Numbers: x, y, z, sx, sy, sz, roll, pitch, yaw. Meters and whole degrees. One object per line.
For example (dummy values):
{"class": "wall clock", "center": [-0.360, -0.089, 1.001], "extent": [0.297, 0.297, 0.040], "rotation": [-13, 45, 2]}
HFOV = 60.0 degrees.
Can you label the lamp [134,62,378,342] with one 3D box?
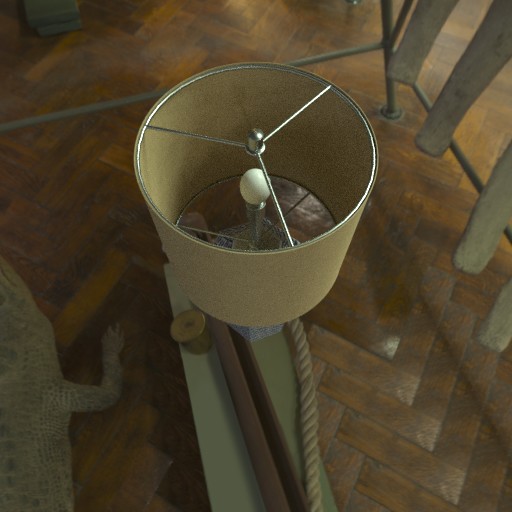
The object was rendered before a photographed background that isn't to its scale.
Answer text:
{"class": "lamp", "center": [0.000, 0.000, 0.869], "extent": [0.320, 0.682, 0.320], "rotation": [-15, 64, -7]}
